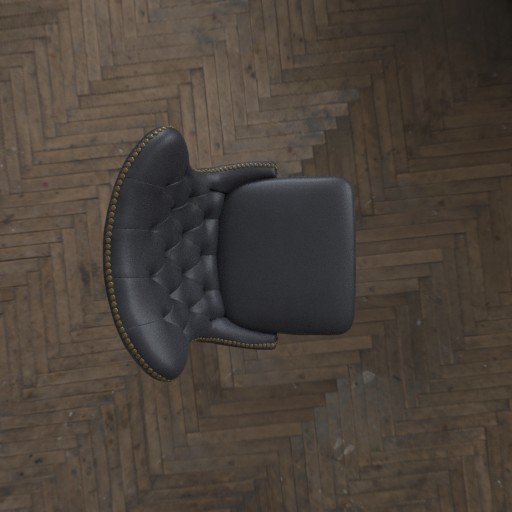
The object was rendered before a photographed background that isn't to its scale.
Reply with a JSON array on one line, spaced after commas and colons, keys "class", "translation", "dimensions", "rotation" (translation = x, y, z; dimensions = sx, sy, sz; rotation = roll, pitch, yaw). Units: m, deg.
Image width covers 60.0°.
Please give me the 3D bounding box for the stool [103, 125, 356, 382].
[{"class": "stool", "translation": [0.000, 0.000, 1.376], "dimensions": [0.601, 1.050, 0.528], "rotation": [0, 89, 0]}]
